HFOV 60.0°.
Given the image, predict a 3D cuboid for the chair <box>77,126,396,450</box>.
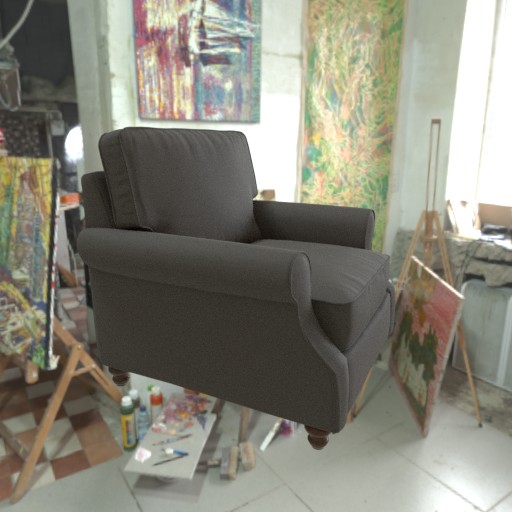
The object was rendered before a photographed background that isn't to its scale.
[{"bbox_3d":[0.000,0.000,1.740,0.966,0.967,1.029,7,16,26],"label":"chair"}]
